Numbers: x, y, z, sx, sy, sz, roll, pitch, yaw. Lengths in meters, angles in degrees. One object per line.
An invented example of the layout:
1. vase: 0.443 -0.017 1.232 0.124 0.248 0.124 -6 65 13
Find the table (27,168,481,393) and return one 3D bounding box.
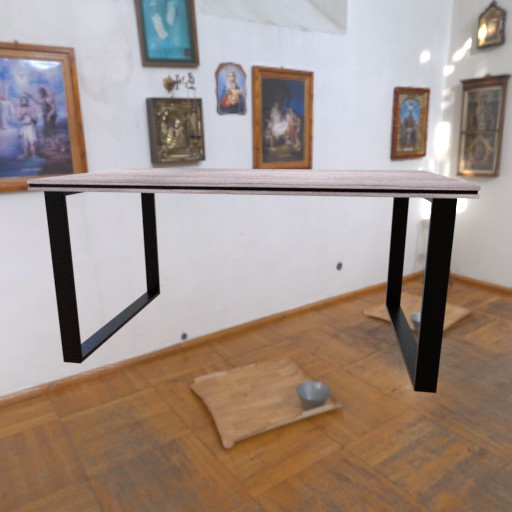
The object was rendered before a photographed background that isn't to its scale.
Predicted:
1. table: 0.000 0.000 2.030 1.579 0.736 0.881 2 14 9
